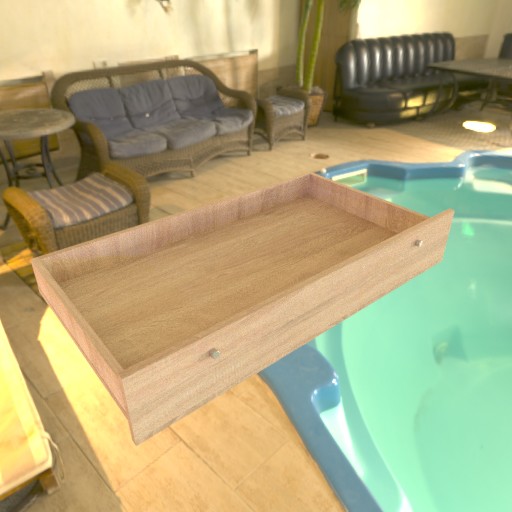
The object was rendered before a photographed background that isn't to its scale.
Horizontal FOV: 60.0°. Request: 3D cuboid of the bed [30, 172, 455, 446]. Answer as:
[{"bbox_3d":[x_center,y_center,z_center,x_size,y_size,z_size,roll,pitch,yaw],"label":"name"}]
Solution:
[{"bbox_3d":[0.000,0.000,1.444,1.200,0.209,0.685,-23,38,-33],"label":"bed"}]
